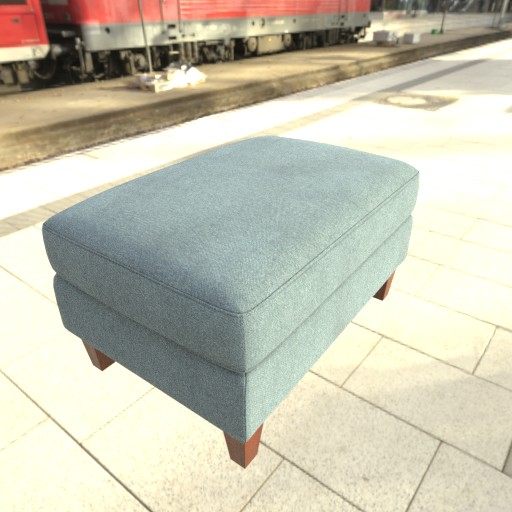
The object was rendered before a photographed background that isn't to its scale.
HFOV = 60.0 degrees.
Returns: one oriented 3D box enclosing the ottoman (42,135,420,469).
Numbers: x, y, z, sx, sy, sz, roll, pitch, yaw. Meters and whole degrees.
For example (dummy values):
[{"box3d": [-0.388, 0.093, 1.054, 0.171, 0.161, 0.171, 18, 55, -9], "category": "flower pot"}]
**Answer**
[{"box3d": [0.000, 0.000, 1.192, 0.584, 0.483, 0.864, 20, 36, 31], "category": "ottoman"}]
